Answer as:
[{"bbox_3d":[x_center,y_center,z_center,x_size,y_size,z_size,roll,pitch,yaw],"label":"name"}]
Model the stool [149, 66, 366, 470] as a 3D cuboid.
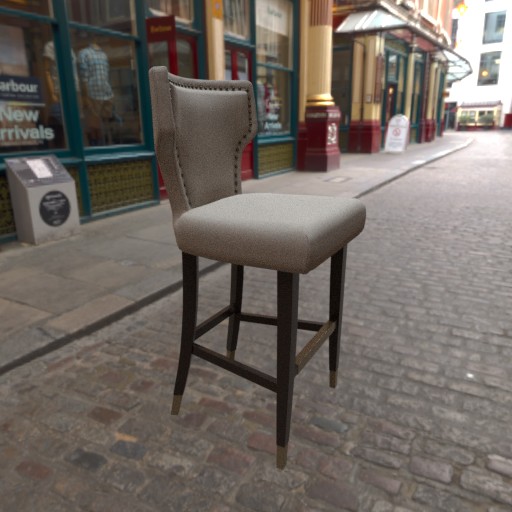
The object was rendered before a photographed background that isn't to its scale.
[{"bbox_3d":[0.000,0.000,1.413,0.563,1.092,0.526,9,19,27],"label":"stool"}]
